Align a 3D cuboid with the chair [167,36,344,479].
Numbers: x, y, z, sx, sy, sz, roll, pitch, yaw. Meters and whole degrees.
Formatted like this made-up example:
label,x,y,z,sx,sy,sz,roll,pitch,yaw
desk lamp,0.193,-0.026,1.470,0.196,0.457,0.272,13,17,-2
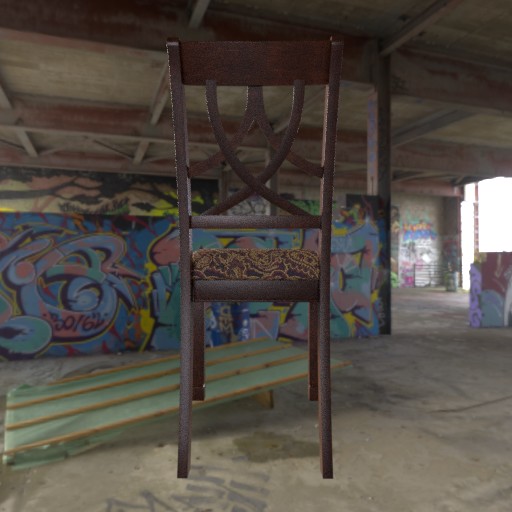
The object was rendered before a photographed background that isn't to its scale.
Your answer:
label,x,y,z,sx,sy,sz,roll,pitch,yaw
chair,0.000,0.000,1.252,0.457,0.965,0.584,0,0,0
